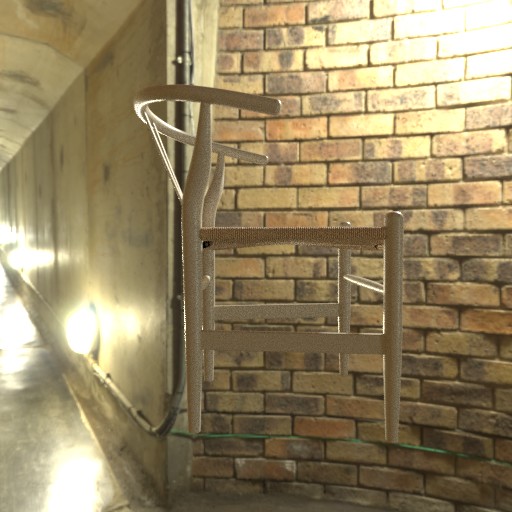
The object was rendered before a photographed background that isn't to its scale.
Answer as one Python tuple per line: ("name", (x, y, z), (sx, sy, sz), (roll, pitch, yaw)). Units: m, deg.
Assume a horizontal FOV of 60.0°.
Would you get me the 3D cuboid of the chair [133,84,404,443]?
("chair", (0.000, 0.000, 1.101), (0.579, 0.730, 0.569), (0, 2, -1))
